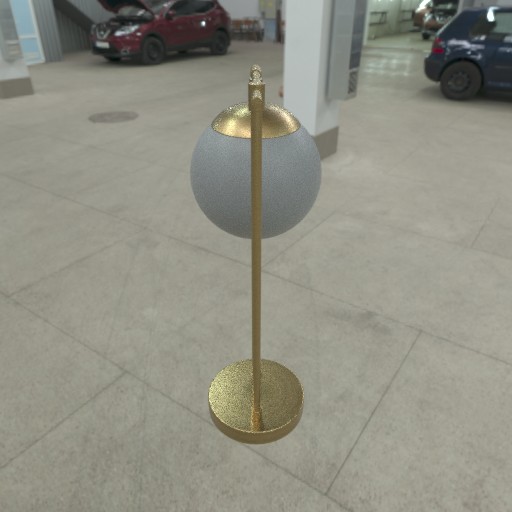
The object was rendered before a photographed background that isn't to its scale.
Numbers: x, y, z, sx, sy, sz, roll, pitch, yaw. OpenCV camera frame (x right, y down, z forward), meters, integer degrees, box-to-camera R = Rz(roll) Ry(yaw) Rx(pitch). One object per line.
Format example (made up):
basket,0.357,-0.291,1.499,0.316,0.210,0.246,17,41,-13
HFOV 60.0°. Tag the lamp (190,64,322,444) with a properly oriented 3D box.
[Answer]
lamp,0.000,0.000,0.711,0.207,0.559,0.324,0,30,0
